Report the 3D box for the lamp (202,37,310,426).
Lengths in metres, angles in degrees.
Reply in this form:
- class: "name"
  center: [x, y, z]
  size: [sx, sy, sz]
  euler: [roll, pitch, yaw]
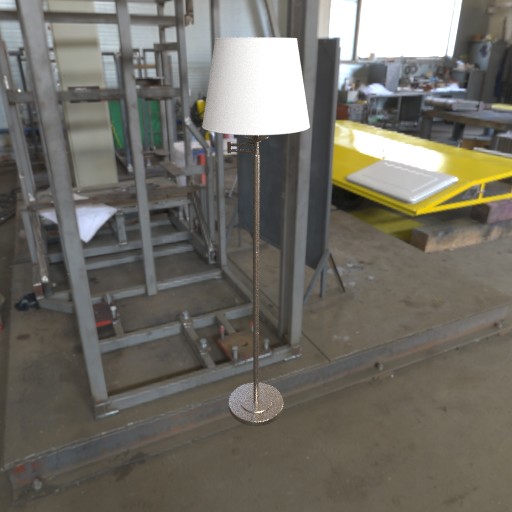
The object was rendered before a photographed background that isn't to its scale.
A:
- class: "lamp"
  center: [0.000, 0.000, 1.673]
  size: [0.355, 1.473, 0.355]
  euler: [0, 25, 0]
